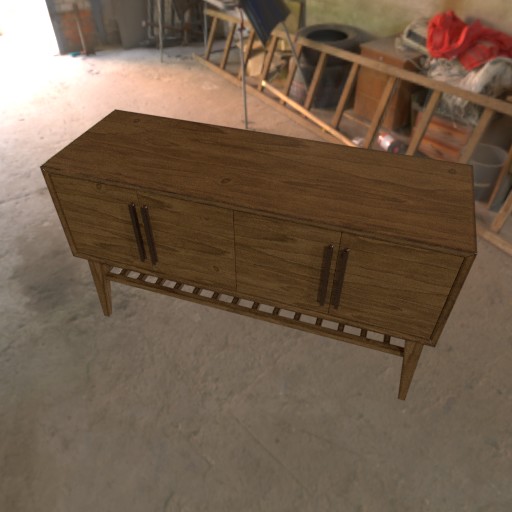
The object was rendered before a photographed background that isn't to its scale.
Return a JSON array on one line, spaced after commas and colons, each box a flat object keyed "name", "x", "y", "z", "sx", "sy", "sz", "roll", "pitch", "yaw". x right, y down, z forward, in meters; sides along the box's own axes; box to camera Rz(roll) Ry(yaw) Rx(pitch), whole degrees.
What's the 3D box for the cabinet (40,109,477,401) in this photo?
[{"name": "cabinet", "x": 0.000, "y": 0.000, "z": 1.738, "sx": 1.363, "sy": 0.802, "sz": 0.477, "roll": 13, "pitch": 44, "yaw": 14}]
